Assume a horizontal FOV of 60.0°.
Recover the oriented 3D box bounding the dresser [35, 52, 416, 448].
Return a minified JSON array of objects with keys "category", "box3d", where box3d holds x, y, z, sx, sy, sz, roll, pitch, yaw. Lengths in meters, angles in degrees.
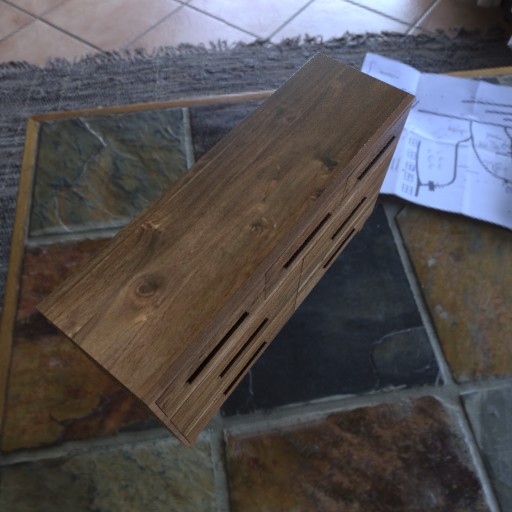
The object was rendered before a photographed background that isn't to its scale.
[{"category":"dresser","box3d":[0.000,0.000,1.794,0.446,0.873,1.400,33,65,18]}]
